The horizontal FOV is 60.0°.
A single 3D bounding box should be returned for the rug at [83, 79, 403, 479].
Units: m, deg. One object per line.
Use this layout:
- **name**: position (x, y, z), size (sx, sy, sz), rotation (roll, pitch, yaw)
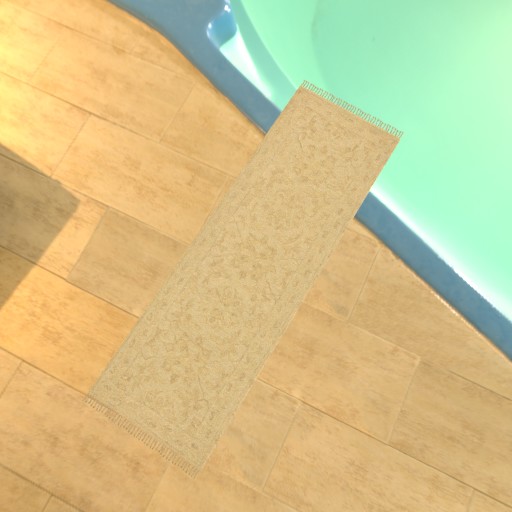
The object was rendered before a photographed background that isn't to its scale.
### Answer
- **rug**: position (0.000, 0.000, 2.799), size (0.795, 0.015, 2.544), rotation (31, 77, 8)
